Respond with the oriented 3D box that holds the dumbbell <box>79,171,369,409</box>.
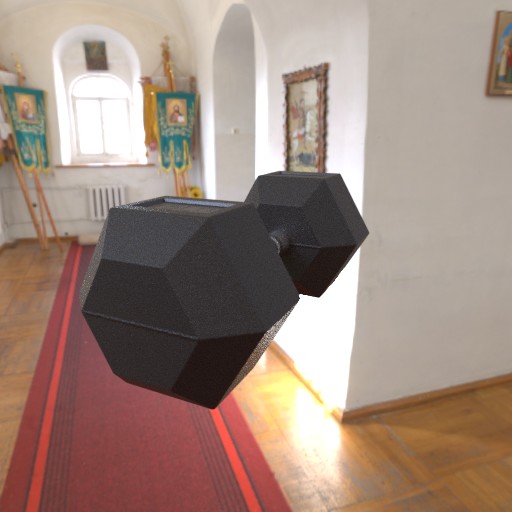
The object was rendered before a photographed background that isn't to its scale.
[{"bbox_3d":[0.000,0.000,0.337,0.122,0.106,0.271,8,18,25],"label":"dumbbell"}]
